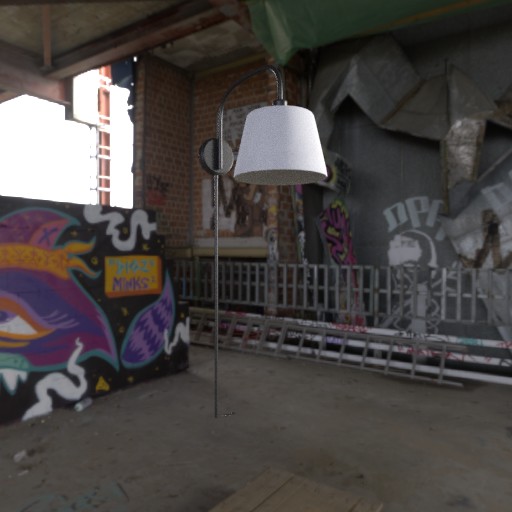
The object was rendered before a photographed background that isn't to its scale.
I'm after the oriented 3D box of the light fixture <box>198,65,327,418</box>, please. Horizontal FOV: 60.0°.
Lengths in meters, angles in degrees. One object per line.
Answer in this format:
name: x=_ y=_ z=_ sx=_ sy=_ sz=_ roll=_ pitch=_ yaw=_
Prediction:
light fixture: x=0.000 y=0.000 z=0.474 sx=0.092 sy=0.399 sz=0.176 roll=0 pitch=0 yaw=-35
